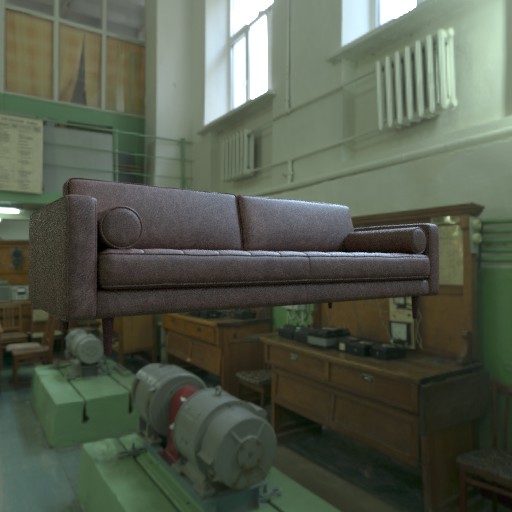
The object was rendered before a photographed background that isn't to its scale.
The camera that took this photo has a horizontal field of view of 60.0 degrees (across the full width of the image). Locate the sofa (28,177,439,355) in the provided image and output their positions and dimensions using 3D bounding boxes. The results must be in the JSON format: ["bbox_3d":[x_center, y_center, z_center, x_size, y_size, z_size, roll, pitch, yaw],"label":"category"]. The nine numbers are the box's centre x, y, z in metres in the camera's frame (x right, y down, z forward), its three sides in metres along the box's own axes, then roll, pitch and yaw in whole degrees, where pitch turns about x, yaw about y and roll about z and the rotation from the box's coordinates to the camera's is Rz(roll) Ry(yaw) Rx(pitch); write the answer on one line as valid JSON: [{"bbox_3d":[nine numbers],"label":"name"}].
[{"bbox_3d":[0.000,0.000,2.500,2.210,0.762,0.914,1,-1,-35],"label":"sofa"}]
